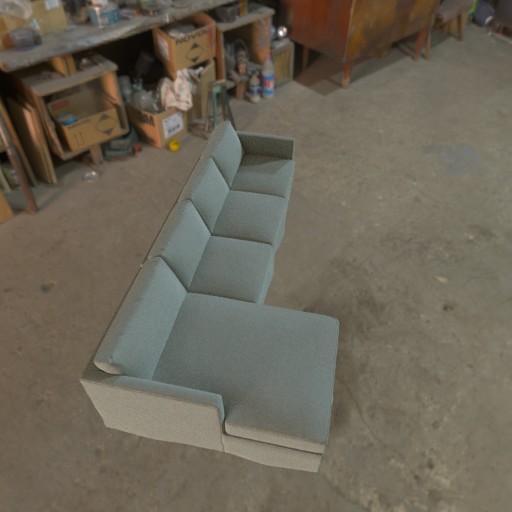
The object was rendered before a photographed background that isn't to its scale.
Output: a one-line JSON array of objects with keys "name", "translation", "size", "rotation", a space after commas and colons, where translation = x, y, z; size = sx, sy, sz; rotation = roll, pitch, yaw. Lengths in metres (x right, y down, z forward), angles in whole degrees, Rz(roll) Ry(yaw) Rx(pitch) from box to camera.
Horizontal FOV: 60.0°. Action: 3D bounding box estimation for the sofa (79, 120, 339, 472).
[{"name": "sofa", "translation": [0.000, 0.000, 3.960], "size": [1.650, 0.922, 3.205], "rotation": [9, 46, 8]}]
